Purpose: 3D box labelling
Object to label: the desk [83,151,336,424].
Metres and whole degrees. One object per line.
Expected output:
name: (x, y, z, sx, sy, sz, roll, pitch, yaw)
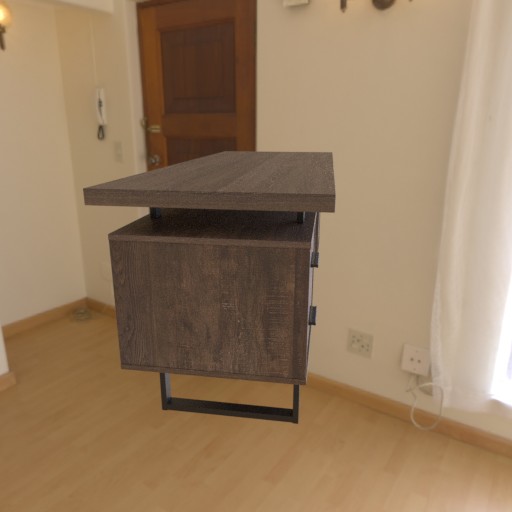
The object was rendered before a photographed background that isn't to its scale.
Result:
desk: (0.000, 0.000, 1.850, 0.600, 0.760, 1.524, 3, 17, 9)
